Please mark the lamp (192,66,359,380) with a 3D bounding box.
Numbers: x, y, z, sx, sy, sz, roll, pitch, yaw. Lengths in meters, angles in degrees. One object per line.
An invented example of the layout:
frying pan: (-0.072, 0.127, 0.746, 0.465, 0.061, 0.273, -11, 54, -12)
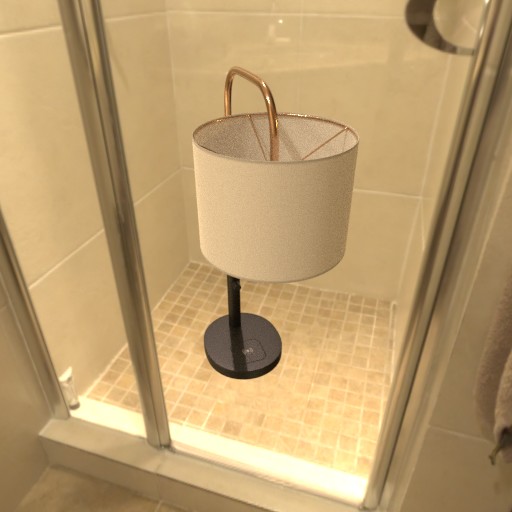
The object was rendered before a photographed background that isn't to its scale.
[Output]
lamp: (0.000, 0.000, 0.704, 0.199, 0.540, 0.337, -11, 34, -16)
